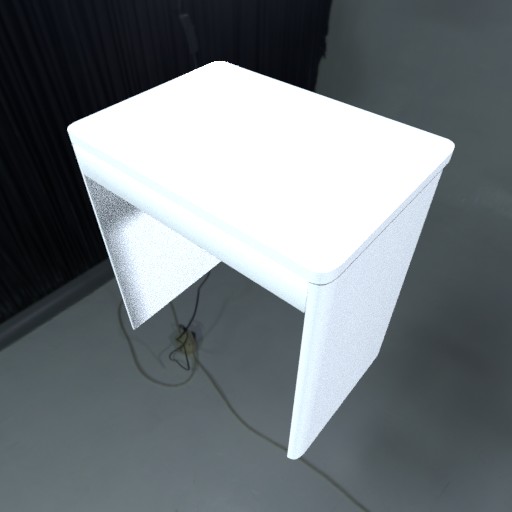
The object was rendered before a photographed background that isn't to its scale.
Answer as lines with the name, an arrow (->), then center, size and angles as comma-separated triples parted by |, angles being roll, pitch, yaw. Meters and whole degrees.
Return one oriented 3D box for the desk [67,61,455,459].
desk -> 0.000, 0.000, 1.322 | 0.762, 0.800, 0.549 | 31, 52, 27
